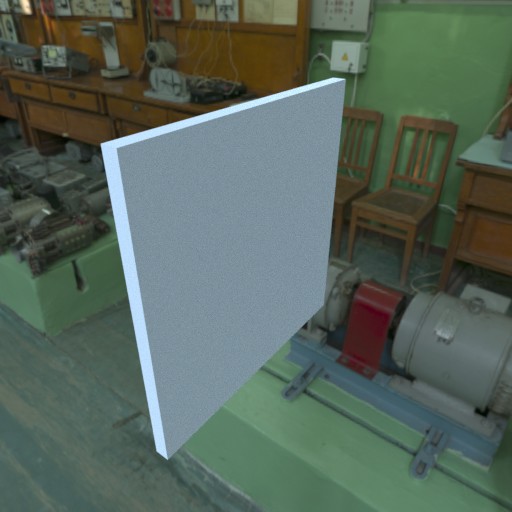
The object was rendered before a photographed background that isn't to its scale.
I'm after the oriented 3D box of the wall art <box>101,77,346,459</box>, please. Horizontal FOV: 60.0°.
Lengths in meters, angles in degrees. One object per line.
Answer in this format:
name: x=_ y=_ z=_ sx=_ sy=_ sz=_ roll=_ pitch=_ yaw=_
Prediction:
wall art: x=0.000 y=0.000 z=0.837 sx=0.028 sy=0.559 sz=0.559 roll=21 pitch=37 yaw=31
